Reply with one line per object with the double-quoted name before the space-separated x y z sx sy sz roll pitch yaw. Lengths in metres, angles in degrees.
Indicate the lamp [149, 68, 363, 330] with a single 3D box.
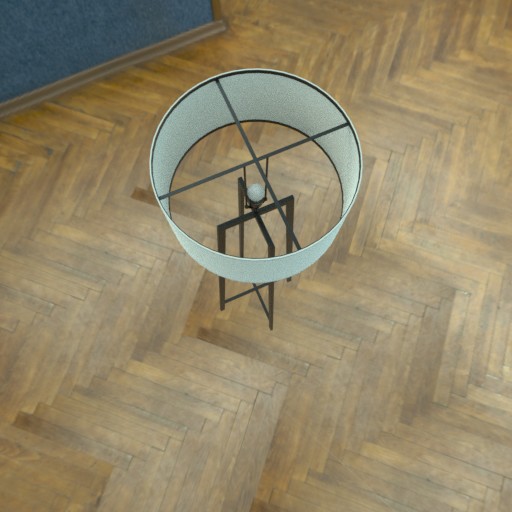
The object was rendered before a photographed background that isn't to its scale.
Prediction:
"lamp" 0.000 0.000 1.678 0.457 1.510 0.456 -23 75 -6
